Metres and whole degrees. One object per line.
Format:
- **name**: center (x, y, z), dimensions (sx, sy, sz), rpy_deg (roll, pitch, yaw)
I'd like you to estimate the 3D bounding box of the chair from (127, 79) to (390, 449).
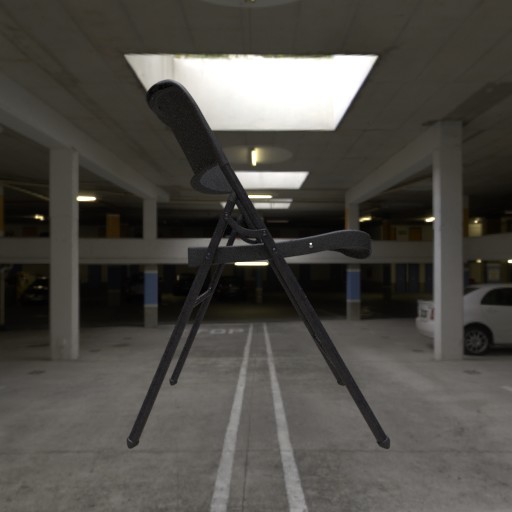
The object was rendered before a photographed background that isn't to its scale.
- **chair**: center (0.000, 0.000, 1.171), dimensions (0.566, 0.810, 0.494), rpy_deg (0, 0, 0)
